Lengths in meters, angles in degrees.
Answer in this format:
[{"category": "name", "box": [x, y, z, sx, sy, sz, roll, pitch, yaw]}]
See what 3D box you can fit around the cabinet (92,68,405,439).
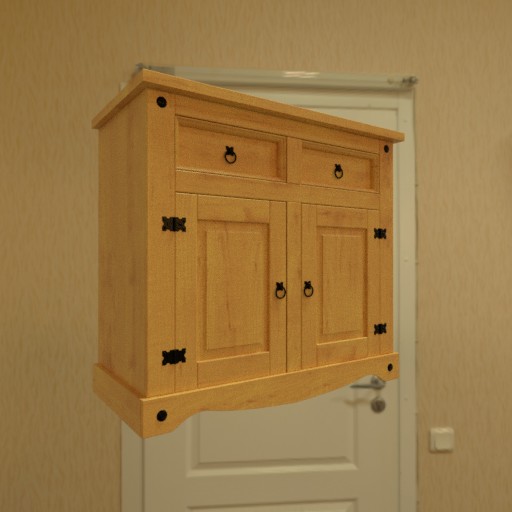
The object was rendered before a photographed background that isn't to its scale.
[{"category": "cabinet", "box": [0.000, 0.000, 1.439, 0.920, 0.840, 0.450, 0, 0, -34]}]
